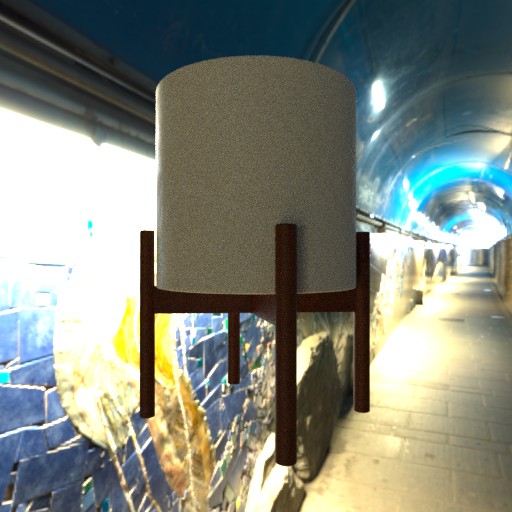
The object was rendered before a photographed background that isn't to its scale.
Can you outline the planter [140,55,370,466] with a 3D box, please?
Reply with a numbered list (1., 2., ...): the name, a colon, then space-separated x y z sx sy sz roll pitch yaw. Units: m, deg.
1. planter: 0.000 0.000 0.947 0.417 0.670 0.417 0 0 36
